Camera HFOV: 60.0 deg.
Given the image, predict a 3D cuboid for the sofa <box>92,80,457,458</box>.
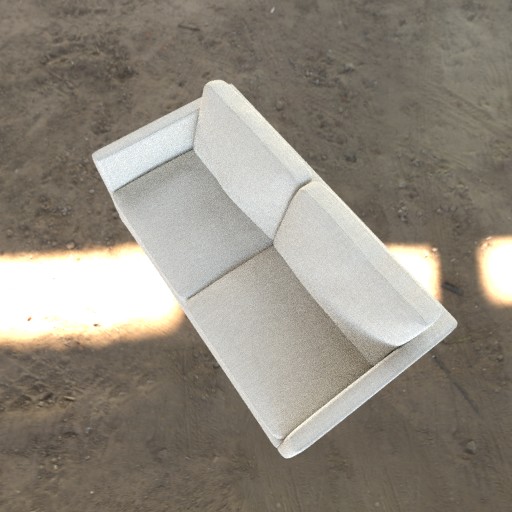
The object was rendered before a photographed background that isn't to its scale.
[{"bbox_3d":[0.000,0.000,2.426,0.950,0.963,1.838,-33,68,-15],"label":"sofa"}]
